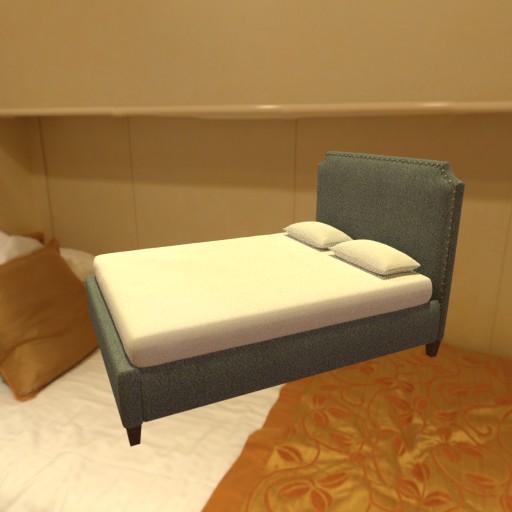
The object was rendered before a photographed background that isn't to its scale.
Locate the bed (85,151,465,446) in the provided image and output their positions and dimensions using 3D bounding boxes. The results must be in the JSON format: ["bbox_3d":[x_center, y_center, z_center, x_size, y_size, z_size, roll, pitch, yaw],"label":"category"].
[{"bbox_3d":[0.000,0.000,3.392,2.372,1.443,1.712,-8,18,-25],"label":"bed"}]
